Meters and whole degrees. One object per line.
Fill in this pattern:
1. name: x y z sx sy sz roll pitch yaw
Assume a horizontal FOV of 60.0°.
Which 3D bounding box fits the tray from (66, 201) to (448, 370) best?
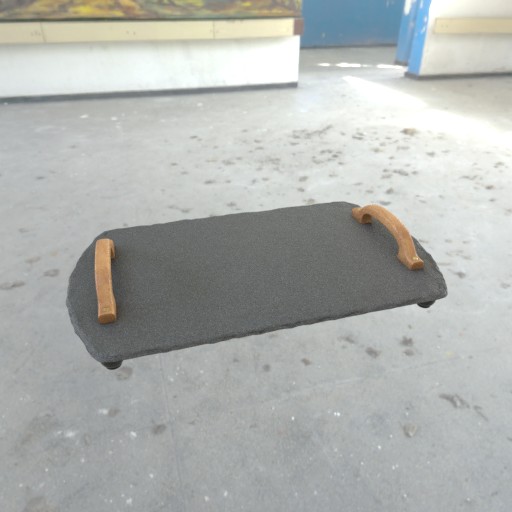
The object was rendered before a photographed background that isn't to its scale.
1. tray: 0.000 0.000 0.479 0.387 0.062 0.231 -8 32 -14
